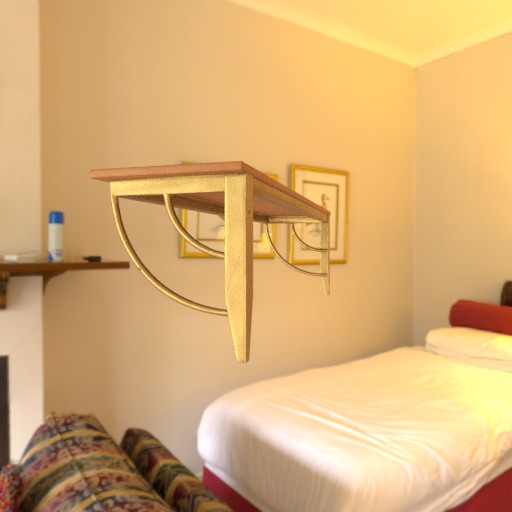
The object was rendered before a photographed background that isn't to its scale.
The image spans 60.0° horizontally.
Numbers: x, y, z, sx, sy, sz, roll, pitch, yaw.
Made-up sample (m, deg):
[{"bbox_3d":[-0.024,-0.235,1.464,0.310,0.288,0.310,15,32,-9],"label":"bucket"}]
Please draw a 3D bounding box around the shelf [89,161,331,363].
[{"bbox_3d":[0.000,0.000,0.738,0.166,0.190,0.636,0,1,17],"label":"shelf"}]
